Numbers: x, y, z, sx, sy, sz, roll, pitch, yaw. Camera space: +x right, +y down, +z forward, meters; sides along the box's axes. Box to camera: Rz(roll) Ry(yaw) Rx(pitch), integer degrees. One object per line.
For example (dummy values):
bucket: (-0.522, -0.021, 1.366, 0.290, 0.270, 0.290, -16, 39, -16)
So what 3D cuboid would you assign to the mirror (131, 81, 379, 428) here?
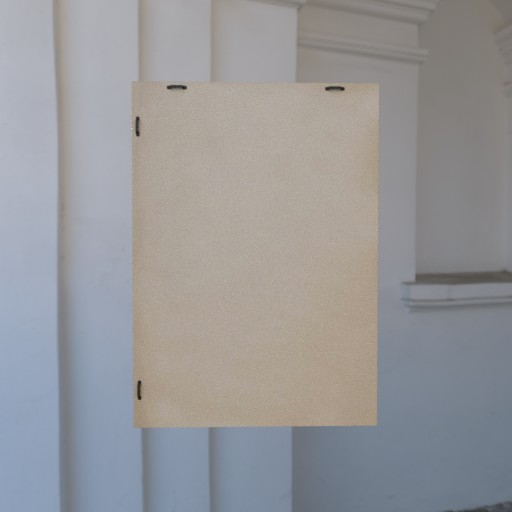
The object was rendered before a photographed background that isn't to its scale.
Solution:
mirror: (0.000, 0.000, 0.928, 0.507, 0.710, 0.040, 0, 1, -1)
